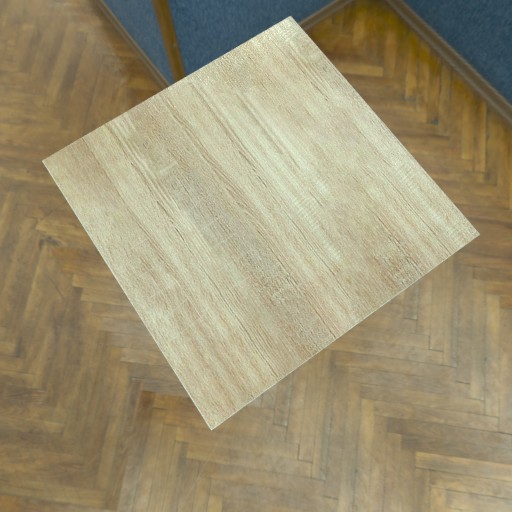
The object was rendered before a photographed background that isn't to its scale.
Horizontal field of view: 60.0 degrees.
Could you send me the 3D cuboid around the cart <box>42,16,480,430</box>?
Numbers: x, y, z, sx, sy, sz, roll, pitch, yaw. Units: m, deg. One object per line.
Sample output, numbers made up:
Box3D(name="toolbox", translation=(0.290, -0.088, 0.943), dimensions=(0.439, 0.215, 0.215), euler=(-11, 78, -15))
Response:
Box3D(name="cart", translation=(0.000, 0.000, 1.101), dimensions=(0.520, 0.762, 0.521), euler=(-34, 78, -8))
